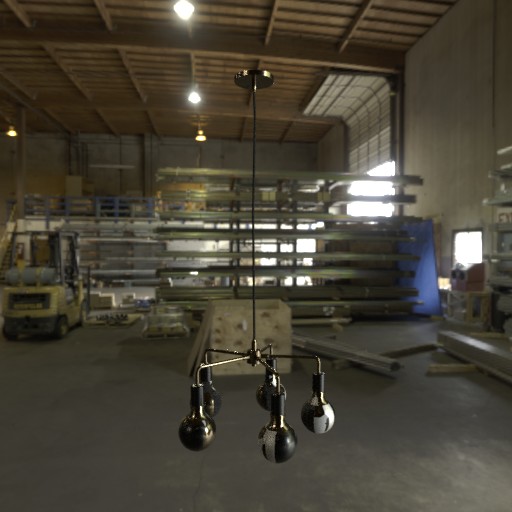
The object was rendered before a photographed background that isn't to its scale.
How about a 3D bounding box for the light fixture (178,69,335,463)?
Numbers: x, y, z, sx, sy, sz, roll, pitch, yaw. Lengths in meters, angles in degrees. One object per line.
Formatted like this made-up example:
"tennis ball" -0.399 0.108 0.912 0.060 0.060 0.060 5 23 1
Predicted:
"light fixture" 0.000 0.000 1.218 0.438 0.988 0.421 0 1 -19
